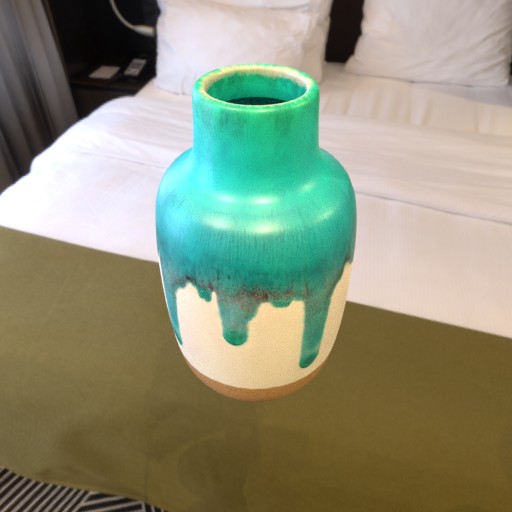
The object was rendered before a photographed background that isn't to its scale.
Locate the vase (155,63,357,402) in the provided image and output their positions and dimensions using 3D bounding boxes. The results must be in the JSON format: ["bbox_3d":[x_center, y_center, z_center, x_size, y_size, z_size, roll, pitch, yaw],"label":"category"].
[{"bbox_3d":[0.000,0.000,0.248,0.106,0.192,0.106,0,41,0],"label":"vase"}]
